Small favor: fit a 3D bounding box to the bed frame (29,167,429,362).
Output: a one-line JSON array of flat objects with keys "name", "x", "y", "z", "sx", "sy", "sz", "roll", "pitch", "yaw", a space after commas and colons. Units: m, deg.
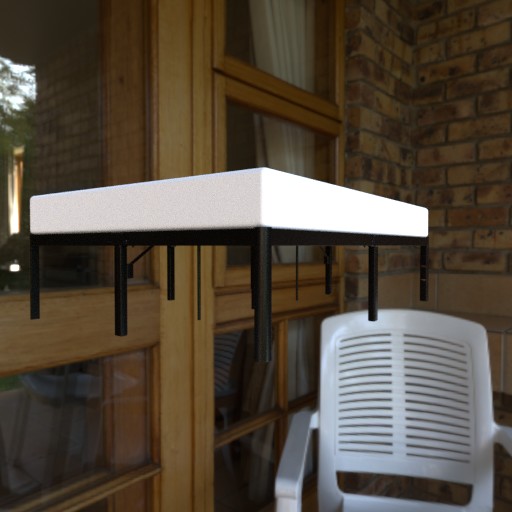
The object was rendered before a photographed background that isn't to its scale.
[{"name": "bed frame", "x": 0.000, "y": 0.000, "z": 2.754, "sx": 1.557, "sy": 0.659, "sz": 2.072, "roll": 1, "pitch": 2, "yaw": 36}]
